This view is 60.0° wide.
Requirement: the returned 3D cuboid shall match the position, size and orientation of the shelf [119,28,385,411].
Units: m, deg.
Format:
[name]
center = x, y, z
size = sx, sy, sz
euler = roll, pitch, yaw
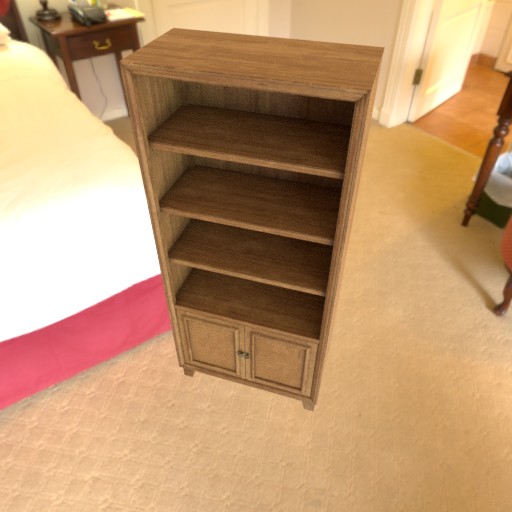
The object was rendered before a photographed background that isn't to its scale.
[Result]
[shelf]
center = 0.000, 0.000, 2.231
size = 0.864, 1.930, 0.453
euler = 12, 43, 13
